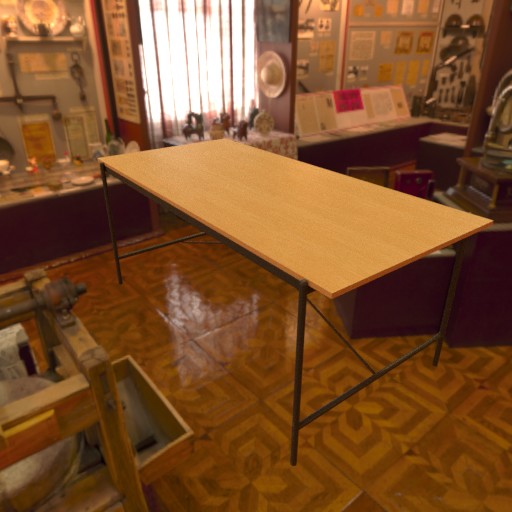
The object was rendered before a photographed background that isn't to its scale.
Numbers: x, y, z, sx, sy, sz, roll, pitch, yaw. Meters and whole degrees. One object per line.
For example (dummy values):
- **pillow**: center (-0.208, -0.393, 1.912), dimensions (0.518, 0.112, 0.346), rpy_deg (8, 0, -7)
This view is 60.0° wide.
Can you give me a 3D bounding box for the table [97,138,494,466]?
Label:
- **table**: center (0.000, 0.000, 2.228), dimensions (0.900, 0.758, 1.800), rpy_deg (-19, 32, -33)
